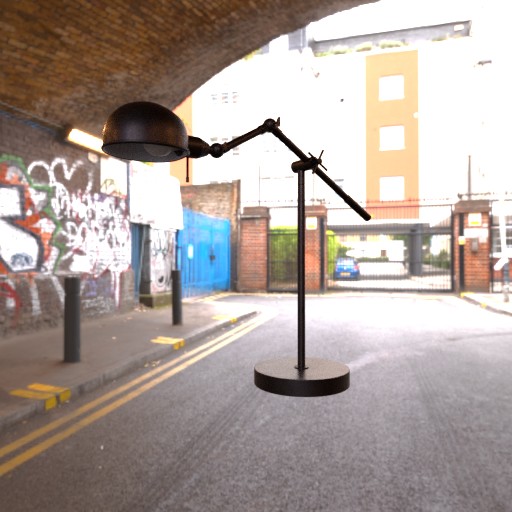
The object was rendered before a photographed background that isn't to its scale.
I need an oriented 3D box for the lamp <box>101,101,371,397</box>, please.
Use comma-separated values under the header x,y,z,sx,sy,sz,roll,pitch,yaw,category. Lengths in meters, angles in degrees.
x,y,z,sx,sy,sz,roll,pitch,yaw,category
0.000,0.000,0.806,0.567,0.495,0.185,0,-1,-36,lamp
